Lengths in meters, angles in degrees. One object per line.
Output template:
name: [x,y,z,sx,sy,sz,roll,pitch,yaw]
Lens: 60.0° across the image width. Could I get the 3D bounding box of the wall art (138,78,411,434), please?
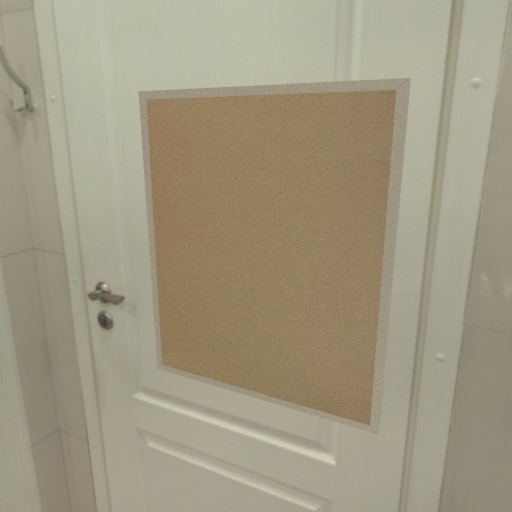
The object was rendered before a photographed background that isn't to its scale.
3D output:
wall art: [0.000,0.000,0.635,0.382,0.456,0.013,8,18,26]
